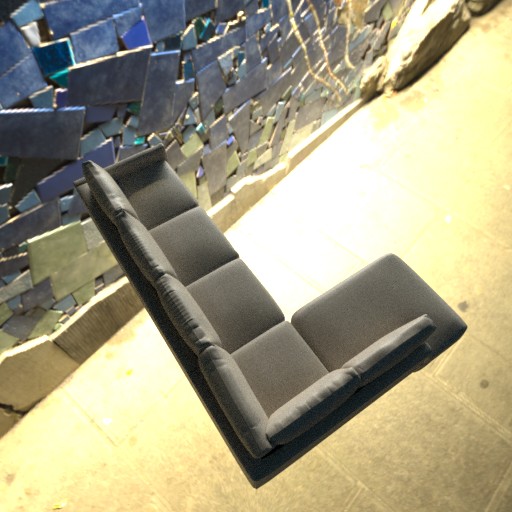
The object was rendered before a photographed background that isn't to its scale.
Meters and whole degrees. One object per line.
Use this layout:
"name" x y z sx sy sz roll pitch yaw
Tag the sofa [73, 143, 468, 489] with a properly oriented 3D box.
"sofa" 0.000 0.000 3.075 1.617 0.703 2.423 -30 63 -17
